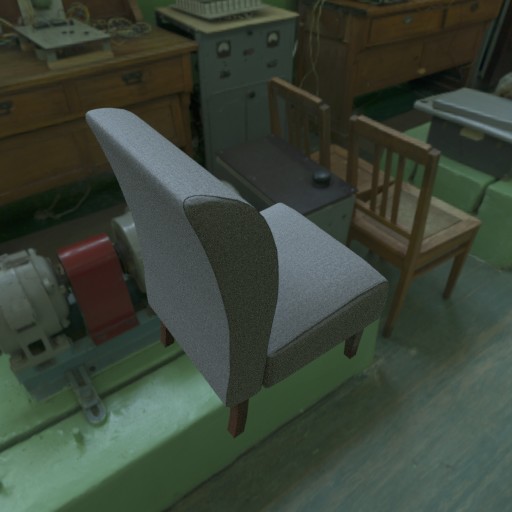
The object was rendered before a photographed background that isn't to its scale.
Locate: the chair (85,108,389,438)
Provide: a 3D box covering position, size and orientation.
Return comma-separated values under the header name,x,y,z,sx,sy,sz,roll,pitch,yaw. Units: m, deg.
name,x,y,z,sx,sy,sz,roll,pitch,yaw
chair,0.000,0.000,1.194,0.592,0.804,0.513,-27,47,-27
